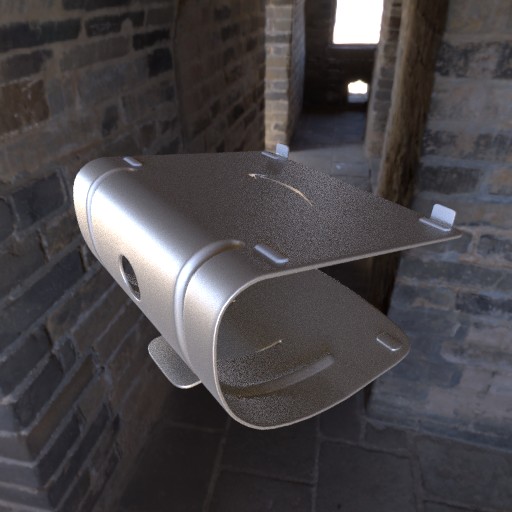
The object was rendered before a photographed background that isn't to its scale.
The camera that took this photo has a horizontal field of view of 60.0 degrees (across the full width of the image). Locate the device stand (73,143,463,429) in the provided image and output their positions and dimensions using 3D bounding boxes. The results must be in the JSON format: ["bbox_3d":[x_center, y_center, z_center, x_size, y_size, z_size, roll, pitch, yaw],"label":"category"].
[{"bbox_3d":[0.000,0.000,0.403,0.236,0.155,0.256,-21,37,-31],"label":"device stand"}]
